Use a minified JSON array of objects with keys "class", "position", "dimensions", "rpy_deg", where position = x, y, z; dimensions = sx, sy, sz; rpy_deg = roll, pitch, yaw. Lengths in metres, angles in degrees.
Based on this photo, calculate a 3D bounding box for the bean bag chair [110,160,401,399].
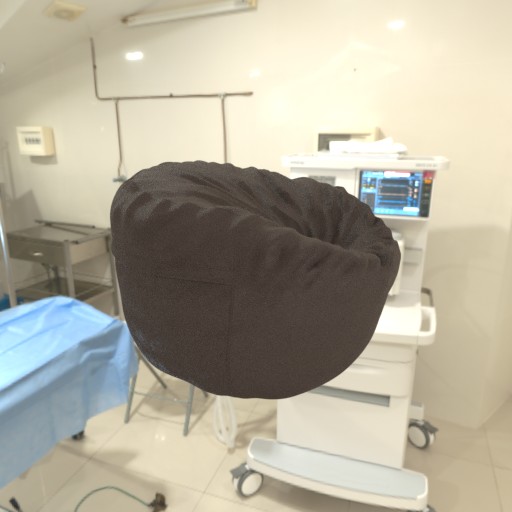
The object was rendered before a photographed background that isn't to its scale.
[{"class":"bean bag chair","position":[0.000,0.000,2.037],"dimensions":[1.245,0.821,1.245],"rpy_deg":[0,16,0]}]
